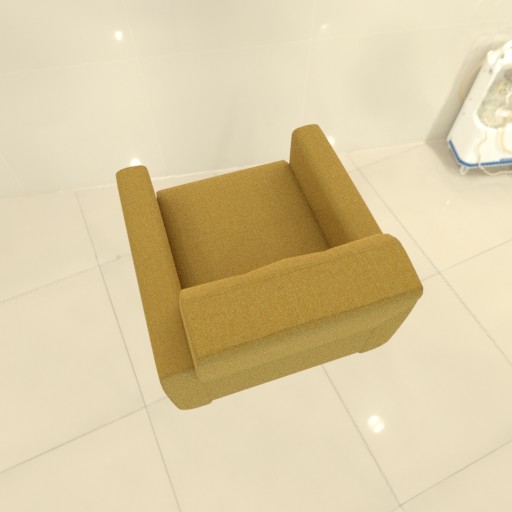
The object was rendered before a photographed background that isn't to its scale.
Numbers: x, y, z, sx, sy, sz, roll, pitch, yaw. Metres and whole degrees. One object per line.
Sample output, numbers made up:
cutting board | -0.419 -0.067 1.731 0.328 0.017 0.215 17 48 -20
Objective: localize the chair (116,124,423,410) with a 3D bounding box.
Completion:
chair | 0.000 0.000 1.590 0.831 0.841 0.909 -16 60 -9
